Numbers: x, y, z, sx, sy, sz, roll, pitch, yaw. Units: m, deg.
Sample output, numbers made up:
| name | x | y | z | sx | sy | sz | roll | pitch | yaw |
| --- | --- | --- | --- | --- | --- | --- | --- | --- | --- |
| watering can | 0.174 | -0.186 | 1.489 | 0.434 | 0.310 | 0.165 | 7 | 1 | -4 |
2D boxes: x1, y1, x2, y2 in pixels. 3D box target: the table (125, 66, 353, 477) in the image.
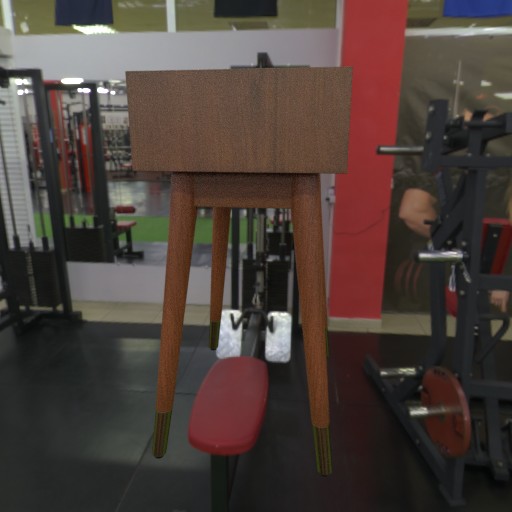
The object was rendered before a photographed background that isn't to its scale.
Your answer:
| name | x | y | z | sx | sy | sz | roll | pitch | yaw |
| --- | --- | --- | --- | --- | --- | --- | --- | --- | --- |
| table | 0.000 | 0.000 | 0.825 | 0.300 | 0.599 | 0.406 | 2 | 16 | 8 |
